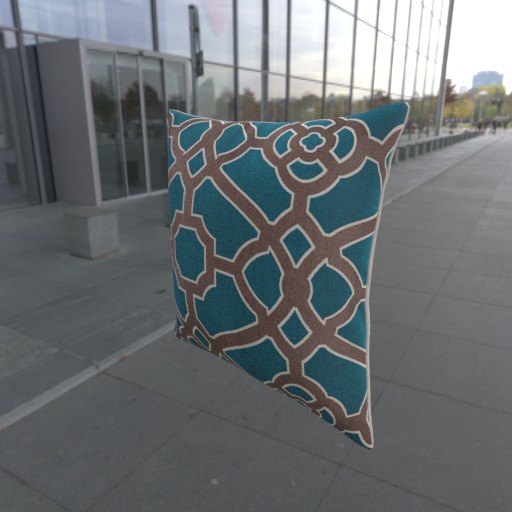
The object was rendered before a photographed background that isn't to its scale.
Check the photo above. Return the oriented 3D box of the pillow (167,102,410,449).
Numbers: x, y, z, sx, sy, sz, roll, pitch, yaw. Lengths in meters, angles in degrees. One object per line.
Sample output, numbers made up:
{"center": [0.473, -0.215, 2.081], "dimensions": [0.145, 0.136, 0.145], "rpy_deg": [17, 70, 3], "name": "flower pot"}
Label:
{"center": [0.000, 0.000, 0.791], "dimensions": [0.166, 0.507, 0.526], "rpy_deg": [-16, 23, -42], "name": "pillow"}
